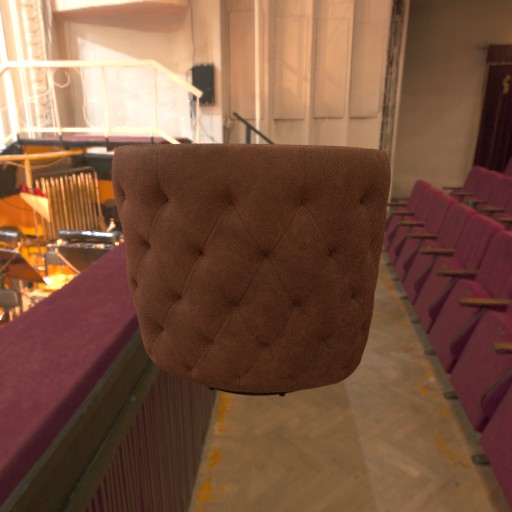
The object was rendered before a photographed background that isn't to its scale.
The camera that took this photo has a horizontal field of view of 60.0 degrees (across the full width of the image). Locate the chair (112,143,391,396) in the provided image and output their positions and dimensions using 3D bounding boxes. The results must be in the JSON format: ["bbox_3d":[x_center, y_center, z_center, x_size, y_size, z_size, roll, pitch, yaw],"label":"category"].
[{"bbox_3d":[0.000,0.000,1.519,0.850,0.790,0.870,3,17,8],"label":"chair"}]
